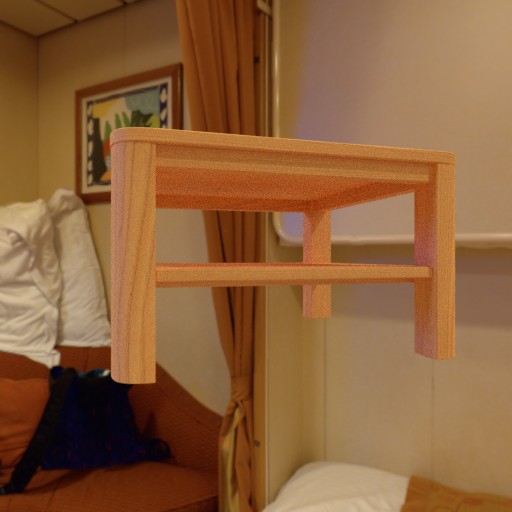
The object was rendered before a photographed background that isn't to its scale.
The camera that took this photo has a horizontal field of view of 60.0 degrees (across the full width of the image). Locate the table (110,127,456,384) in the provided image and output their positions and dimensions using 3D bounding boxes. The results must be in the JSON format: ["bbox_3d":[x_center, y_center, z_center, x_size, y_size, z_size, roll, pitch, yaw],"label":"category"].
[{"bbox_3d":[0.000,0.000,1.224,0.750,0.450,0.750,0,0,-17],"label":"table"}]
